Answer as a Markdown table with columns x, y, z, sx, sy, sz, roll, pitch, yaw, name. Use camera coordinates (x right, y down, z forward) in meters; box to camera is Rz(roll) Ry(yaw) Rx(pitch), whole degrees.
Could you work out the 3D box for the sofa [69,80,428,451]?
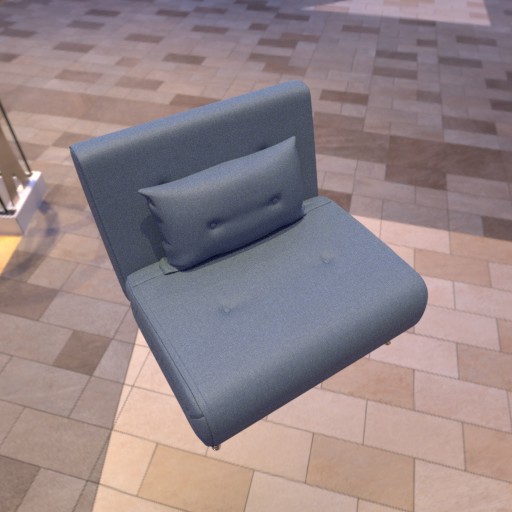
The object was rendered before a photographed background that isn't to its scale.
| x | y | z | sx | sy | sz | roll | pitch | yaw | name |
| --- | --- | --- | --- | --- | --- | --- | --- | --- | --- |
| 0.000 | 0.000 | 1.751 | 0.999 | 0.860 | 0.996 | -24 | 51 | -21 | sofa |
